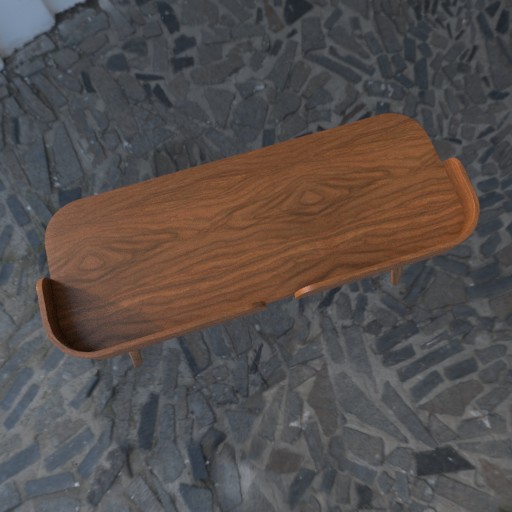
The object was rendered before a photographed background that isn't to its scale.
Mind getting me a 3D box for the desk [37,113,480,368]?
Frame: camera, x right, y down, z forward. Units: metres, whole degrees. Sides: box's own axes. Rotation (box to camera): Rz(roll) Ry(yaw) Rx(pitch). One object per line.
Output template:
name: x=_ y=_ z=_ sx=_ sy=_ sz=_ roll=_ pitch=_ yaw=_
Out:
desk: x=0.000 y=0.000 z=1.641 sx=1.256 sy=0.800 sz=0.486 roll=-17 pitch=75 yaw=-5
